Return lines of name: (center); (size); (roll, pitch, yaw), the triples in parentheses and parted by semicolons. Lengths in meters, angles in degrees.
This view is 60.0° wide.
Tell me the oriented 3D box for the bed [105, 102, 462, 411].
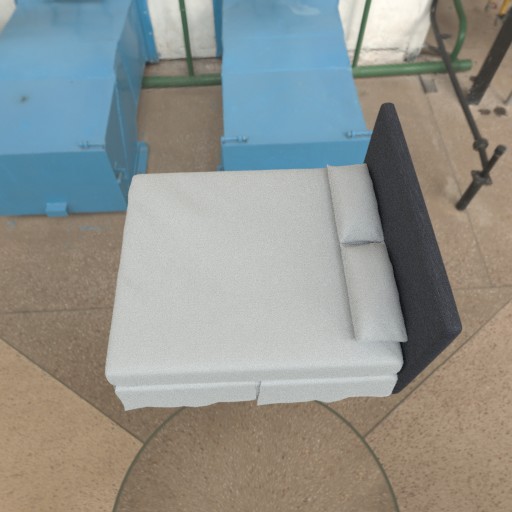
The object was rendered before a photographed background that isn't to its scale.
bed: (0.000, 0.000, 3.320); (2.142, 1.330, 1.884); (-2, 58, -1)
